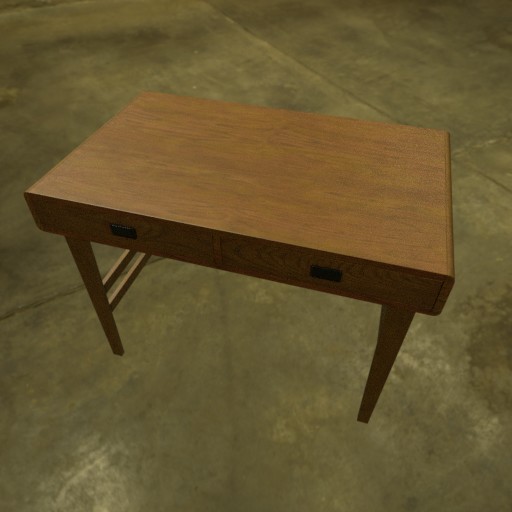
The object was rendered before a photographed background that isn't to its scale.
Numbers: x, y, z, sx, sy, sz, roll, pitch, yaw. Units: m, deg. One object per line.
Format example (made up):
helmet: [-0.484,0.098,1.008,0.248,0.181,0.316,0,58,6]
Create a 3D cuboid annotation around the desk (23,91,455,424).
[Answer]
desk: [0.000,0.000,1.514,1.066,0.754,0.660,12,44,12]
